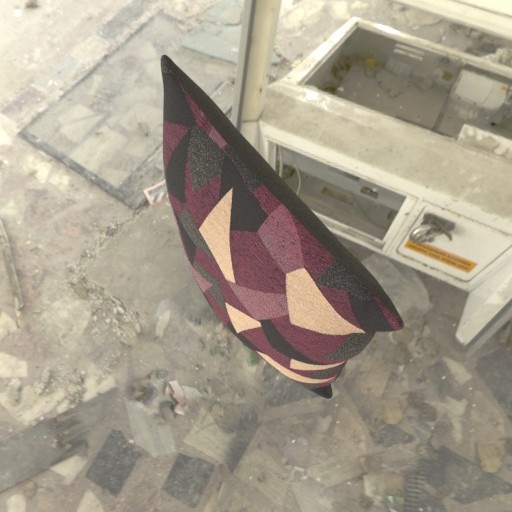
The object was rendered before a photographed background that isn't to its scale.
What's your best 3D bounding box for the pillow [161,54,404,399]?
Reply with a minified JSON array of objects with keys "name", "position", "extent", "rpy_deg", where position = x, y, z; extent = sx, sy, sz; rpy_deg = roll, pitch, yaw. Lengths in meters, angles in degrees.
[{"name":"pillow","position":[0.000,0.000,0.762],"extent":[0.208,0.496,0.503],"rpy_deg":[-33,69,-15]}]
